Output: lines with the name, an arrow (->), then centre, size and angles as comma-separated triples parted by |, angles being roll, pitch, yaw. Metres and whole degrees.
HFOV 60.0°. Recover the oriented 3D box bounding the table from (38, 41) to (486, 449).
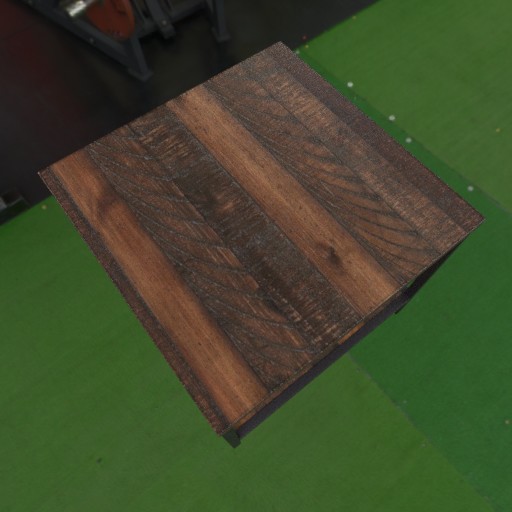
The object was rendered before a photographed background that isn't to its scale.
table -> 0.000, 0.000, 0.979 | 0.553, 0.482, 0.548 | -35, 69, -16
